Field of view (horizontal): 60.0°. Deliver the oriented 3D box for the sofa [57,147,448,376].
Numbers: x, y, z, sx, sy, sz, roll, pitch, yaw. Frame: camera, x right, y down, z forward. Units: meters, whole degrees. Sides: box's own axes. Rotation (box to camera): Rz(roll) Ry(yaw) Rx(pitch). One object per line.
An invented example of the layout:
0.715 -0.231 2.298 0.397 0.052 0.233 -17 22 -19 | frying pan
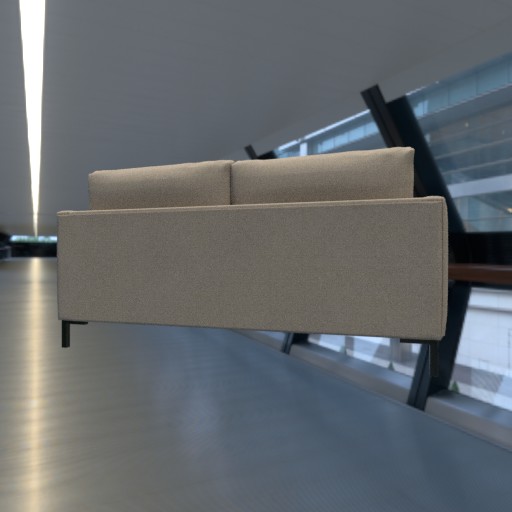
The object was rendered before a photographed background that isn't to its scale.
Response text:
0.000 0.000 2.187 1.682 0.840 0.875 0 0 18 | sofa
